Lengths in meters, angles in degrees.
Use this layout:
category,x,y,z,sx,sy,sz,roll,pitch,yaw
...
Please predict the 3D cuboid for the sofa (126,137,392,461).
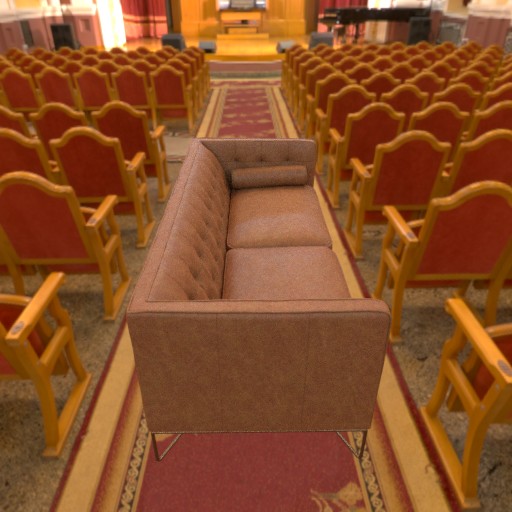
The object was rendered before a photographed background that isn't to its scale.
category,x,y,z,sx,sy,sz,roll,pitch,yaw
sofa,0.000,0.000,2.545,0.912,0.798,2.079,0,31,-1
